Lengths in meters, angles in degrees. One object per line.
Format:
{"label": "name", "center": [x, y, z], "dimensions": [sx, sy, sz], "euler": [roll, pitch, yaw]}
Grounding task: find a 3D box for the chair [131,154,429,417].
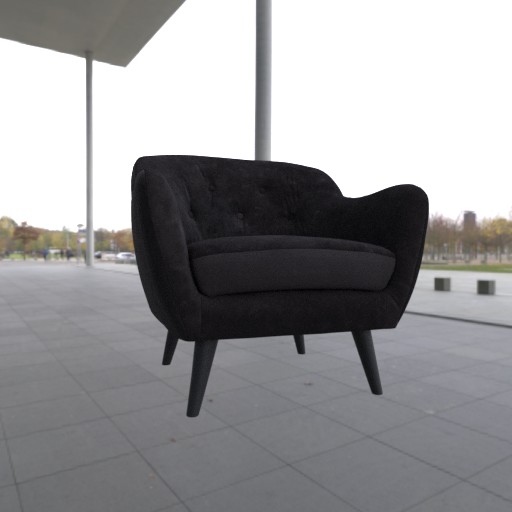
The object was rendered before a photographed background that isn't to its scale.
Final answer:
{"label": "chair", "center": [0.000, 0.000, 1.513], "dimensions": [0.840, 0.807, 0.819], "euler": [0, 1, -19]}
